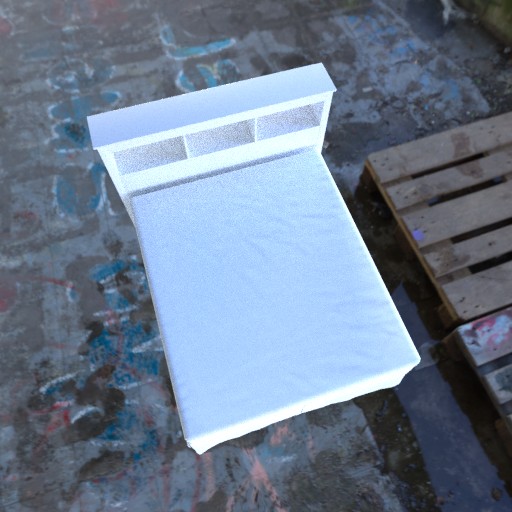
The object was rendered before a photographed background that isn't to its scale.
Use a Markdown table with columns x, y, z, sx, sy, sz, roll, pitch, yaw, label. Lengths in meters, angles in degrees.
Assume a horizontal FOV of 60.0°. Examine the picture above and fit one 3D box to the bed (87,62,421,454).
| x | y | z | sx | sy | sz | roll | pitch | yaw | label |
| --- | --- | --- | --- | --- | --- | --- | --- | --- | --- |
| 0.000 | 0.000 | 3.089 | 1.671 | 1.092 | 2.133 | -16 | 65 | -8 | bed |
